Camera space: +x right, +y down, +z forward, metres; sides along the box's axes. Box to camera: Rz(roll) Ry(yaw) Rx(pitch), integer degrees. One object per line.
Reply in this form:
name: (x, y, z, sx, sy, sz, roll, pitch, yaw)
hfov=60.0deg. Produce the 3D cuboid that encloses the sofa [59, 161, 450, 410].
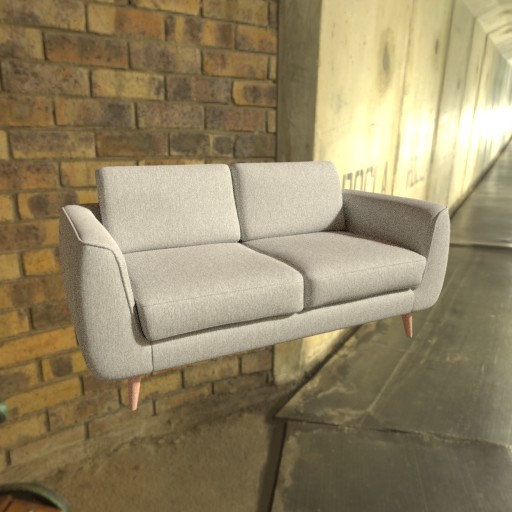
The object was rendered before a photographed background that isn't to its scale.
sofa: (0.000, 0.000, 2.137, 1.700, 0.850, 0.920, -7, 16, -26)
